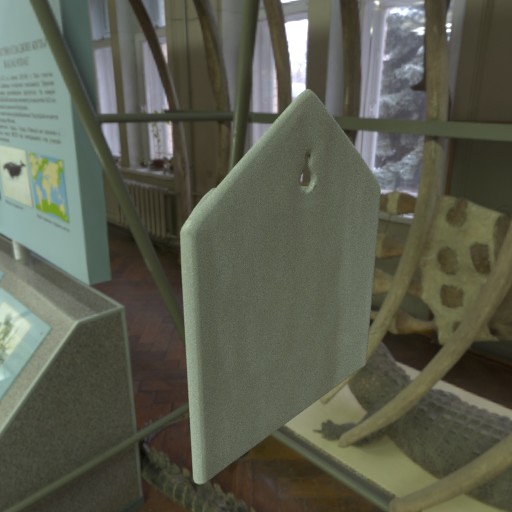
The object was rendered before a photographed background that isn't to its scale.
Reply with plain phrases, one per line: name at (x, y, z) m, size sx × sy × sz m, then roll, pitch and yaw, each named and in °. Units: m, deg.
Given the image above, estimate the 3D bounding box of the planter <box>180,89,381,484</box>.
planter at (0.000, 0.000, 0.277) m, size 0.080 × 0.194 × 0.163 m, roll 17°, pitch 25°, yaw 42°
